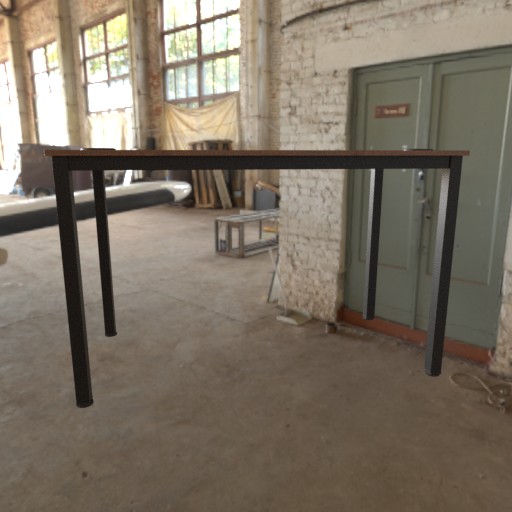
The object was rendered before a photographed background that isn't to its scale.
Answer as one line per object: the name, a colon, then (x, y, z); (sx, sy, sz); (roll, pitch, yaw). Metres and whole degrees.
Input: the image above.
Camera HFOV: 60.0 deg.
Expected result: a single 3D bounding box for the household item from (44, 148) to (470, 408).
household item: (0.000, 0.000, 1.602); (1.200, 0.750, 0.600); (-2, 13, -9)
